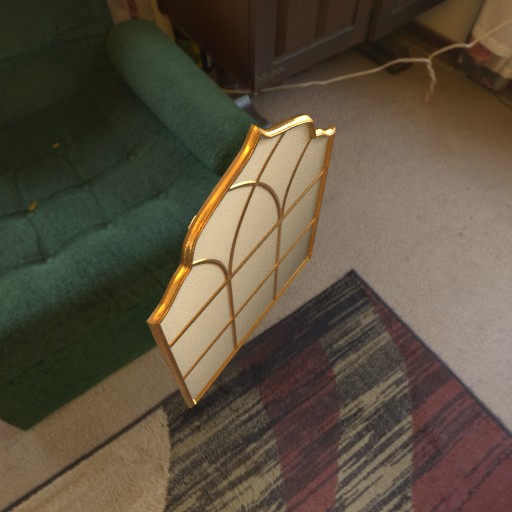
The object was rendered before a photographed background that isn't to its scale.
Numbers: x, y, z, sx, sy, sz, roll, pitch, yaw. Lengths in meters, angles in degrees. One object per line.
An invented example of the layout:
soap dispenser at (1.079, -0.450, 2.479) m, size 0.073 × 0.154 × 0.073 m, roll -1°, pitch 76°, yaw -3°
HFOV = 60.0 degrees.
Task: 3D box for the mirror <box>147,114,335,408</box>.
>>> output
mirror at (0.000, 0.000, 0.858) m, size 0.018 × 0.635 × 0.513 m, roll 31°, pitch 62°, yaw 19°
